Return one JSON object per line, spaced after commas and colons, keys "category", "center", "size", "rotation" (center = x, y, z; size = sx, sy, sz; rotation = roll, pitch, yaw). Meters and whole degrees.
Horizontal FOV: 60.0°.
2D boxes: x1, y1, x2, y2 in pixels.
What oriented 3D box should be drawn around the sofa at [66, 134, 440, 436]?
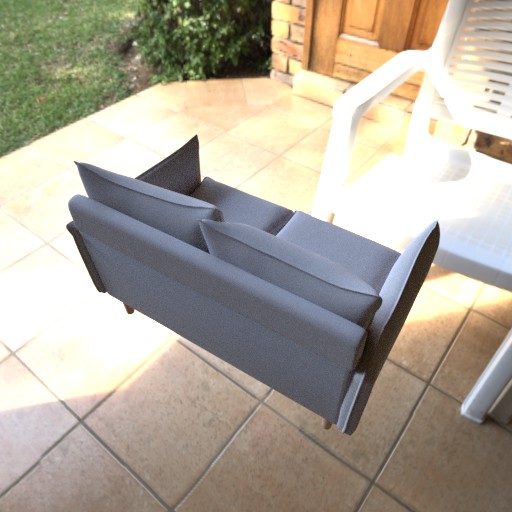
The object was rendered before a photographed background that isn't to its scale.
{"category": "sofa", "center": [0.000, 0.000, 1.873], "size": [1.300, 0.840, 0.820], "rotation": [24, 50, 22]}
